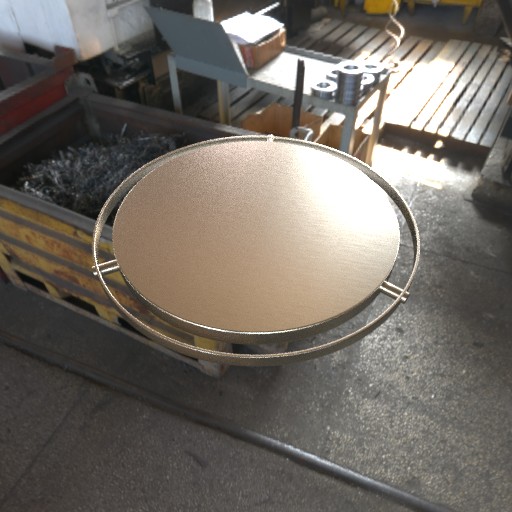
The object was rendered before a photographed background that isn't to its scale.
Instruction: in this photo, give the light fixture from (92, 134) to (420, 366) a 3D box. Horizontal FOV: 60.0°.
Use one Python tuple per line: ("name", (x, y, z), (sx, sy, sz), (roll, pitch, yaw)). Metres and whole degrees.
("light fixture", (0.000, 0.000, 0.546), (0.361, 0.130, 0.361), (0, 46, 0))
